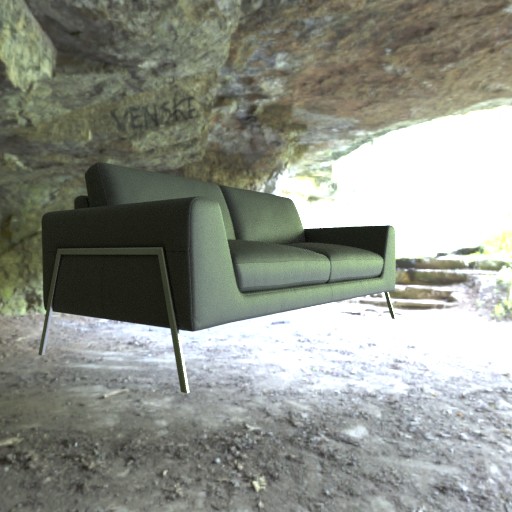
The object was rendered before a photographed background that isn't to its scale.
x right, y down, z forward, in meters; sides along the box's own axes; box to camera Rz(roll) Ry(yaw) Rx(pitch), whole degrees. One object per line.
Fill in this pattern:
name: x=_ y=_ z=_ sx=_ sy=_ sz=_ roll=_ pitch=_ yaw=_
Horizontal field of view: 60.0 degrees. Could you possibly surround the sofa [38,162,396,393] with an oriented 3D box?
sofa: x=0.000 y=0.000 z=2.511 sx=0.953 sy=0.875 sz=2.017 roll=0 pitch=0 yaw=36
